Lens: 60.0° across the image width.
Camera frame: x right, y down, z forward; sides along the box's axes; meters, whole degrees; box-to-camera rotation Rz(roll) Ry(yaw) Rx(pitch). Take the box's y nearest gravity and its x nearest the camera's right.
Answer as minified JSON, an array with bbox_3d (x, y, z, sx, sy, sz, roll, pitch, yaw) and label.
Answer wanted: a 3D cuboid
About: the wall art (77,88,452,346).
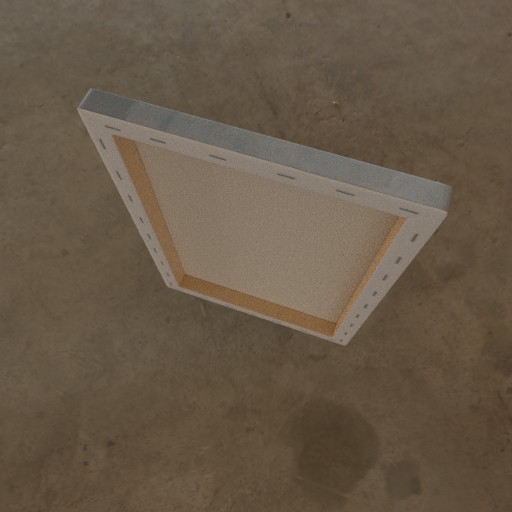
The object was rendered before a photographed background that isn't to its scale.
[{"bbox_3d":[0.000,0.000,0.795,0.455,0.613,0.037,17,66,8],"label":"wall art"}]
